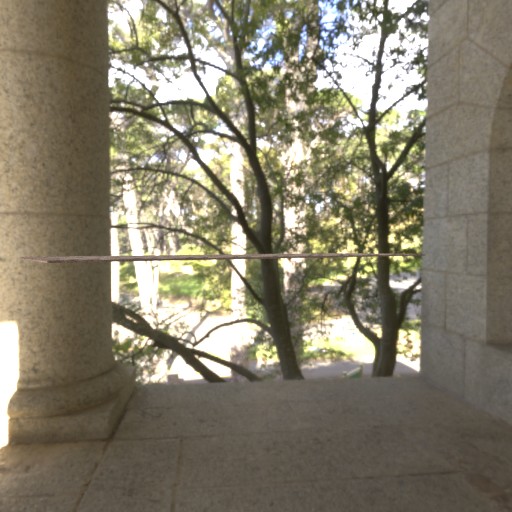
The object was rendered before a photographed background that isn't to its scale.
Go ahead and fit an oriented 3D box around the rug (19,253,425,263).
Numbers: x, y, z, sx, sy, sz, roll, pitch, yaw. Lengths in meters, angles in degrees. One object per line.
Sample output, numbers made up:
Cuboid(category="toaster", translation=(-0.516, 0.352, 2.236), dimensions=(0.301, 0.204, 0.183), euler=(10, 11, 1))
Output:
Cuboid(category="rug", translation=(0.000, 0.000, 2.657), dimensions=(2.437, 0.013, 0.685), euler=(-1, 1, -36))
